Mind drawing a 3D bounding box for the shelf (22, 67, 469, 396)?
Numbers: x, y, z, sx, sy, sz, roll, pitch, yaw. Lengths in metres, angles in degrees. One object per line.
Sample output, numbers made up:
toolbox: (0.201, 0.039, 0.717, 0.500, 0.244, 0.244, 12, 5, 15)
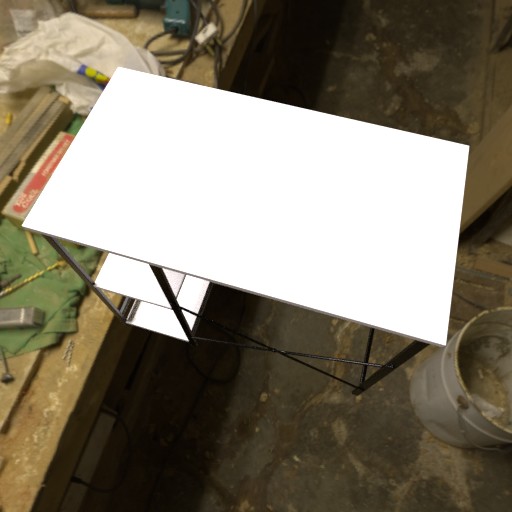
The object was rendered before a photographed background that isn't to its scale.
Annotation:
shelf: (0.000, 0.000, 1.337, 0.902, 0.750, 0.498, 15, 65, 7)
